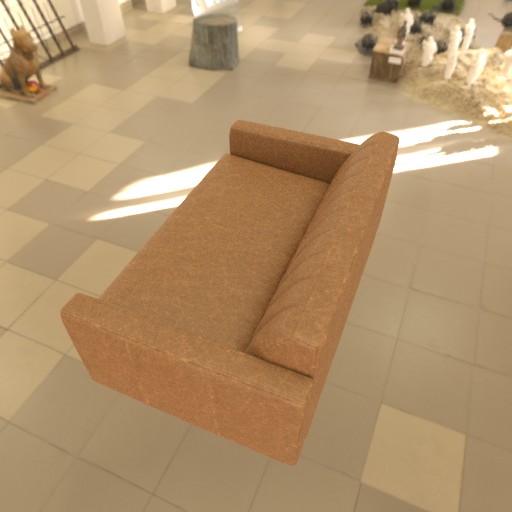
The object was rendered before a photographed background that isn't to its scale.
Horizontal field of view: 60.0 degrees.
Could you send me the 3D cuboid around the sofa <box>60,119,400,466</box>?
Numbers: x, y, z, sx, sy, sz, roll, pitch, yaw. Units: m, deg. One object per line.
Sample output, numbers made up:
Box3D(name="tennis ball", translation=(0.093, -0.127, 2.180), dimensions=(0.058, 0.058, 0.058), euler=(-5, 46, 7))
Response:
Box3D(name="sofa", translation=(0.000, 0.000, 2.103), dimensions=(0.960, 0.820, 1.549), euler=(17, 47, 16))
